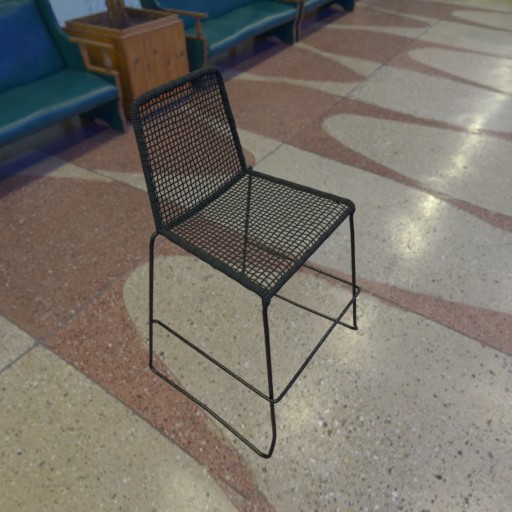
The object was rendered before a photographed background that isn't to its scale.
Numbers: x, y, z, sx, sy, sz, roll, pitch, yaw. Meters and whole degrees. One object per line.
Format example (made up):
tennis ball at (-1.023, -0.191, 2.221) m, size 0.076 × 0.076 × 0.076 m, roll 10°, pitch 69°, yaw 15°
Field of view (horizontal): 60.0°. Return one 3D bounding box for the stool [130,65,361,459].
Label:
stool at (0.000, 0.000, 1.264) m, size 0.509 × 0.905 × 0.590 m, roll 25°, pitch 47°, yaw 26°
